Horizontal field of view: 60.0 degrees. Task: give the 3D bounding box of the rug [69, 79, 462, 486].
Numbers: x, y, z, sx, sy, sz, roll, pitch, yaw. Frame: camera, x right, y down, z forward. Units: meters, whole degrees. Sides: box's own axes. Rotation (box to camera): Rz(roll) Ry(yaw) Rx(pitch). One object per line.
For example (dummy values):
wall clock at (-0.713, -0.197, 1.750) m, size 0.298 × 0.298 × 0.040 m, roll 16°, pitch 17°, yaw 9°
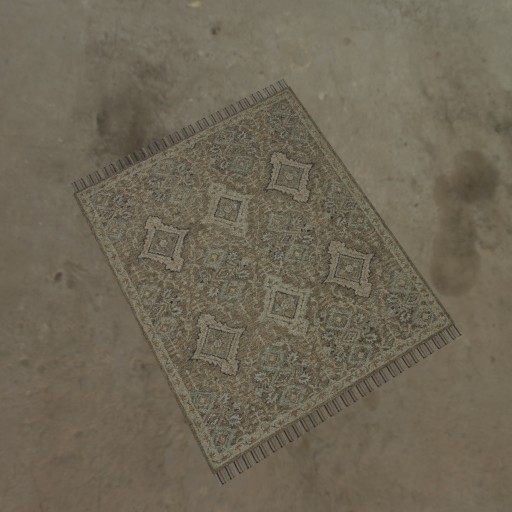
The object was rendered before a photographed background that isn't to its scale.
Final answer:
rug at (0.000, 0.000, 4.095) m, size 2.437 × 0.010 × 3.056 m, roll -29°, pitch 76°, yaw -8°
